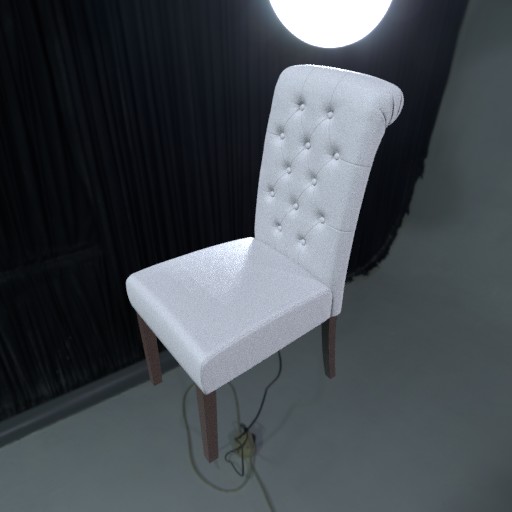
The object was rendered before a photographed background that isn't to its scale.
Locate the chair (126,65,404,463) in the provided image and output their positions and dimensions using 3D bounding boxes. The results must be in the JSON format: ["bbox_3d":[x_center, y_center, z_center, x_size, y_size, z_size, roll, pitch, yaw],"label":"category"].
[{"bbox_3d":[0.000,0.000,1.344,0.671,1.006,0.456,-22,38,-31],"label":"chair"}]
